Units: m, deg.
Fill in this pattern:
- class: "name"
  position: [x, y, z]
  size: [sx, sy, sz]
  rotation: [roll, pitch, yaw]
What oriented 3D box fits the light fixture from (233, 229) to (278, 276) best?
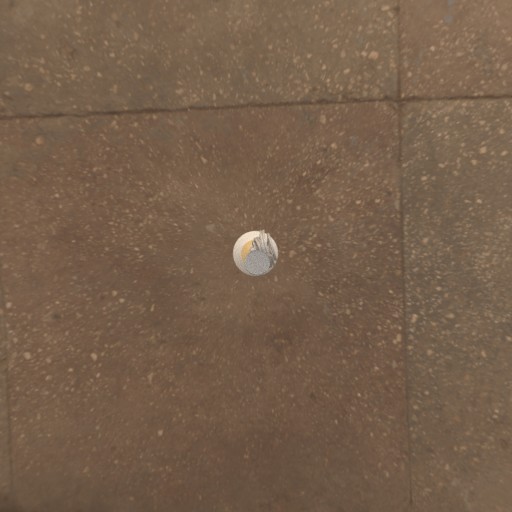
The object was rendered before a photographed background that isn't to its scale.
- class: "light fixture"
  position: [0.000, 0.000, 1.034]
  size: [0.153, 0.966, 0.153]
  rotation: [0, 91, 0]
